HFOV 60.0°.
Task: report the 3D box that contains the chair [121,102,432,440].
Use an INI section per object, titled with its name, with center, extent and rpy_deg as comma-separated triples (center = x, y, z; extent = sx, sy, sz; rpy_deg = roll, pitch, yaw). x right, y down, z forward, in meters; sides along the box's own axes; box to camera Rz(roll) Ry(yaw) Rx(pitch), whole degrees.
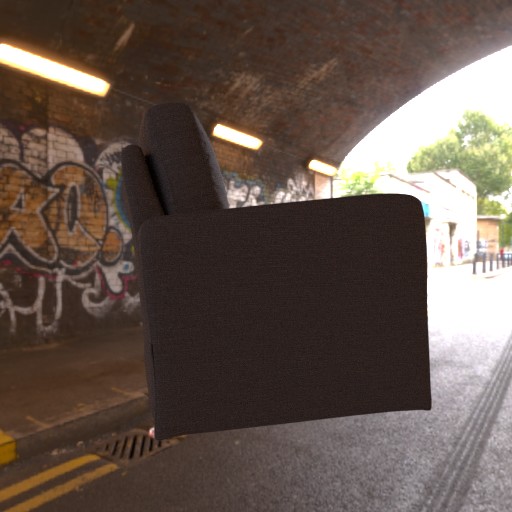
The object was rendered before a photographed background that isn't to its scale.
[chair]
center = 0.000, 0.000, 1.494
extent = 0.863, 0.855, 0.798
rpy_deg = 0, 1, -16
